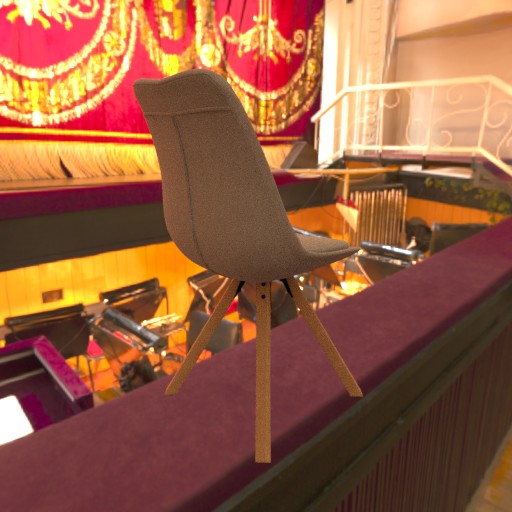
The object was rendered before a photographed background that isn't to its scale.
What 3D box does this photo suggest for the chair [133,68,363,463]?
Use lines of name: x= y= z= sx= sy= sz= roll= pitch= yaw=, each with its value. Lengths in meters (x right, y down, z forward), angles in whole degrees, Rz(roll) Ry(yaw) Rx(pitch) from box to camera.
chair: x=0.000 y=0.000 z=1.187 sx=0.549 sy=0.863 sz=0.474 roll=-14 pitch=20 yaw=-41
